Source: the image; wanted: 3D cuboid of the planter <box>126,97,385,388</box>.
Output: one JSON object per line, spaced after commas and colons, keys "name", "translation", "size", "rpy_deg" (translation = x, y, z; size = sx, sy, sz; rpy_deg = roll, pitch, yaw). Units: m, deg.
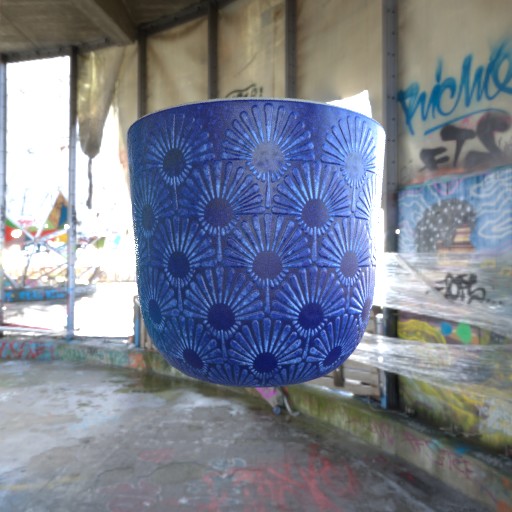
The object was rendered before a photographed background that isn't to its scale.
{"name": "planter", "translation": [0.000, 0.000, 0.367], "size": [0.206, 0.190, 0.206], "rpy_deg": [0, -1, 0]}
